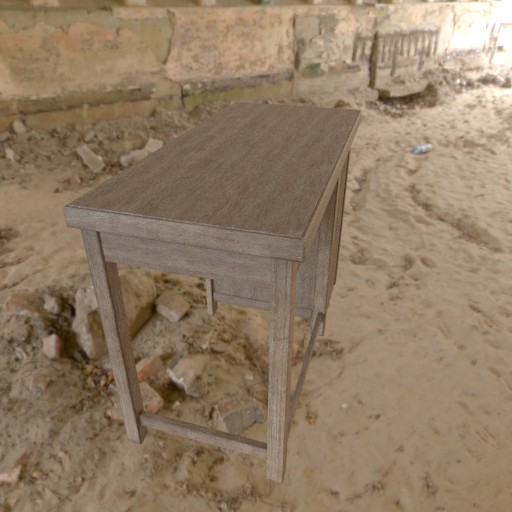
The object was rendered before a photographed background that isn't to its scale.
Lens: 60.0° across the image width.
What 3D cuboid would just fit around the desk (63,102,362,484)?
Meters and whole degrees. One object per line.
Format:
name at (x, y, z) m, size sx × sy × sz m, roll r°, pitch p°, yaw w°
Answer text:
desk at (0.000, 0.000, 1.778) m, size 0.610 × 0.912 × 1.289 m, roll 9°, pitch 32°, yaw 14°
